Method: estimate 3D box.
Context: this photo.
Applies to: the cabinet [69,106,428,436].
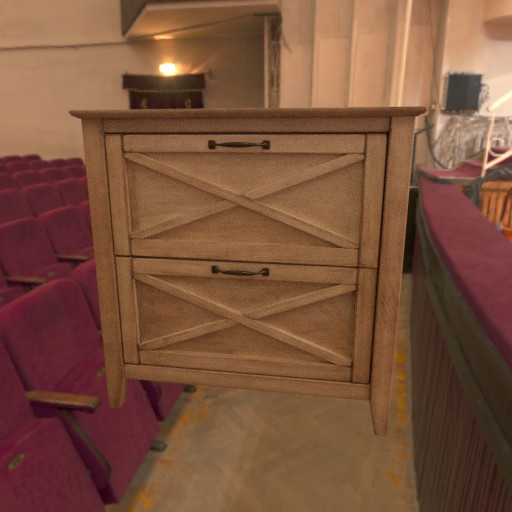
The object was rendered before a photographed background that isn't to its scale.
[{"bbox_3d":[0.000,0.000,1.251,0.763,0.762,0.503,2,15,9],"label":"cabinet"}]
